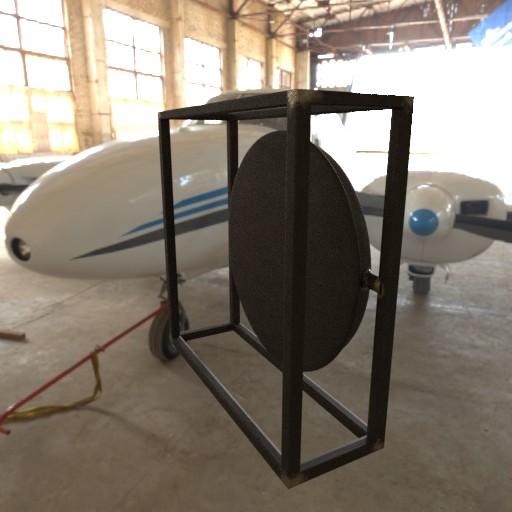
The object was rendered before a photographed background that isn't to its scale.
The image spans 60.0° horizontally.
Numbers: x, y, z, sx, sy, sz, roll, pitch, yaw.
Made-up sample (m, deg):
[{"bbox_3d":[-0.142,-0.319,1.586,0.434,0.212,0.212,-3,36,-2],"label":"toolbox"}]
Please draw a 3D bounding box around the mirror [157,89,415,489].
[{"bbox_3d":[0.000,0.000,0.471,0.107,0.303,0.306,-8,17,-27],"label":"mirror"}]
